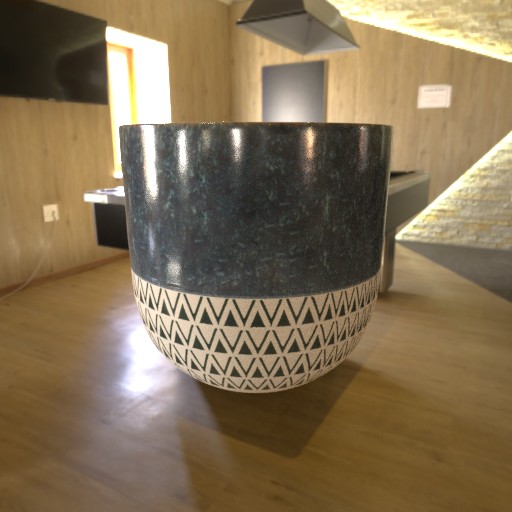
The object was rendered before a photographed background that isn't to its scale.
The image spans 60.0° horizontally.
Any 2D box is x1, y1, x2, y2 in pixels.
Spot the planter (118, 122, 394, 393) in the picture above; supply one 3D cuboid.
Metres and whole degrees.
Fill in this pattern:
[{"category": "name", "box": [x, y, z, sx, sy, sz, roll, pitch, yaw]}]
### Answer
[{"category": "planter", "box": [0.000, 0.000, 0.481, 0.266, 0.270, 0.266, 0, 15, 0]}]
